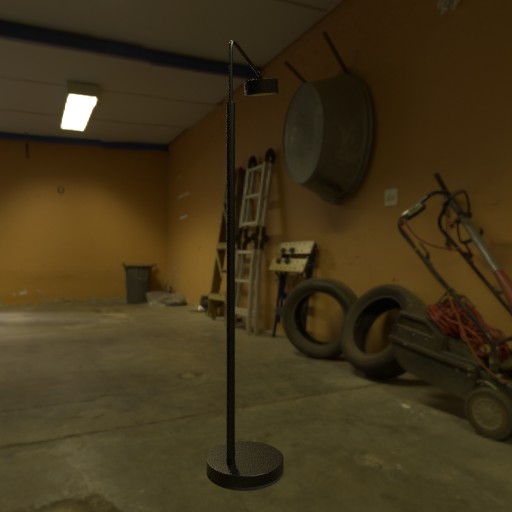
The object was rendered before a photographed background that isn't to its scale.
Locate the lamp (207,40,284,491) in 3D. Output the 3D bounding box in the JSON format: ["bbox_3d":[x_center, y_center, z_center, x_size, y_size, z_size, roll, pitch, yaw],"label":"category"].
[{"bbox_3d":[0.000,0.000,1.364,0.219,1.230,0.418,0,0,18],"label":"lamp"}]
